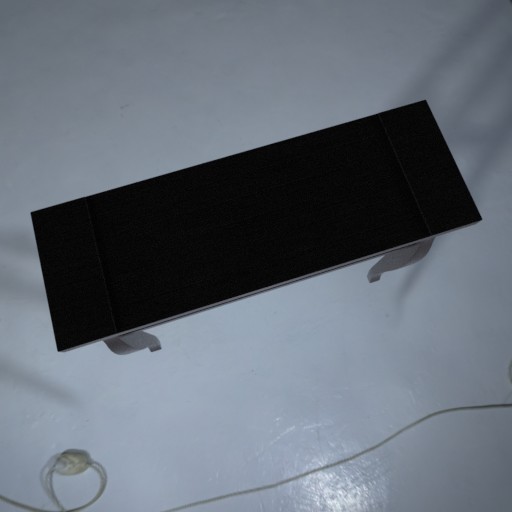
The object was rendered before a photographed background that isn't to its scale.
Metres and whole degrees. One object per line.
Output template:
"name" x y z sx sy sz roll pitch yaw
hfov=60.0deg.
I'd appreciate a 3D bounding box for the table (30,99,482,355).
"table" 0.000 0.000 1.468 1.062 0.768 0.373 -17 76 -4
